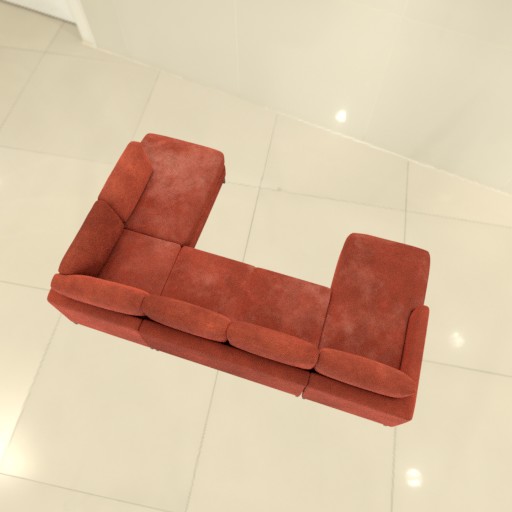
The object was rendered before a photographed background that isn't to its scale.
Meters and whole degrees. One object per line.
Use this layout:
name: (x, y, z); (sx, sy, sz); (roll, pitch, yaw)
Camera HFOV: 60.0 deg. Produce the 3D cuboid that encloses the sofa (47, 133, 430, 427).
sofa: (0.000, 0.000, 3.891); (2.971, 0.858, 1.981); (16, 65, 8)
